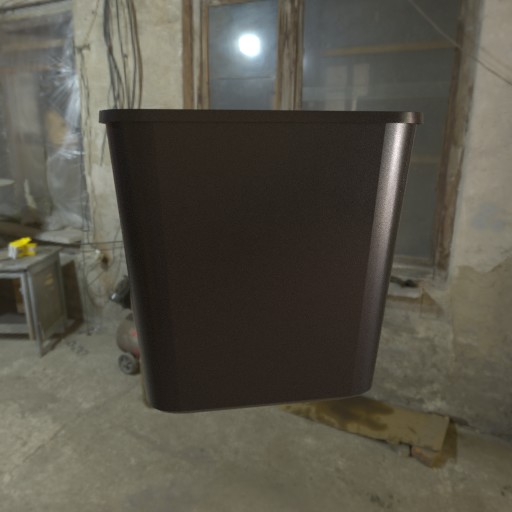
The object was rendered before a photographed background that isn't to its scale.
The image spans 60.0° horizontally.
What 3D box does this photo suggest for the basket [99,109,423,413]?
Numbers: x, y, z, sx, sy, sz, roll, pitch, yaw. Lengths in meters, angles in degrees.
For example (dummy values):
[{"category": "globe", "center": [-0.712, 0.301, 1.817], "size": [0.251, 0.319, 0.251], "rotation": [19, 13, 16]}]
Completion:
[{"category": "basket", "center": [0.000, 0.000, 0.510], "size": [0.300, 0.307, 0.211], "rotation": [-2, 15, -9]}]
